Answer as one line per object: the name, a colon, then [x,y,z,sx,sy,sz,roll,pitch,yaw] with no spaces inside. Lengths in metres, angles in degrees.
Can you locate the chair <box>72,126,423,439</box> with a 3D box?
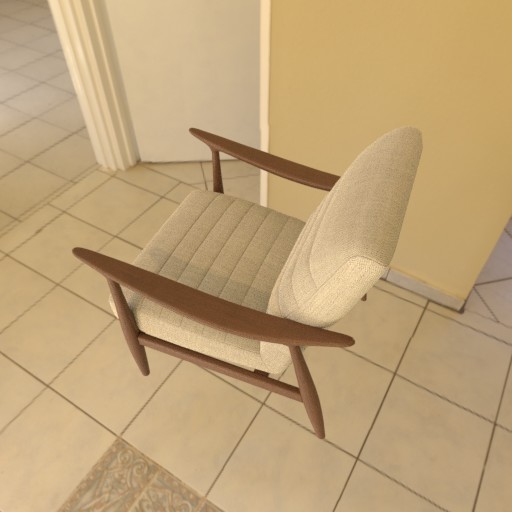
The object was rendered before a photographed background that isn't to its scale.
chair: [0.000,0.000,1.436,0.798,0.832,0.741,17,49,15]
